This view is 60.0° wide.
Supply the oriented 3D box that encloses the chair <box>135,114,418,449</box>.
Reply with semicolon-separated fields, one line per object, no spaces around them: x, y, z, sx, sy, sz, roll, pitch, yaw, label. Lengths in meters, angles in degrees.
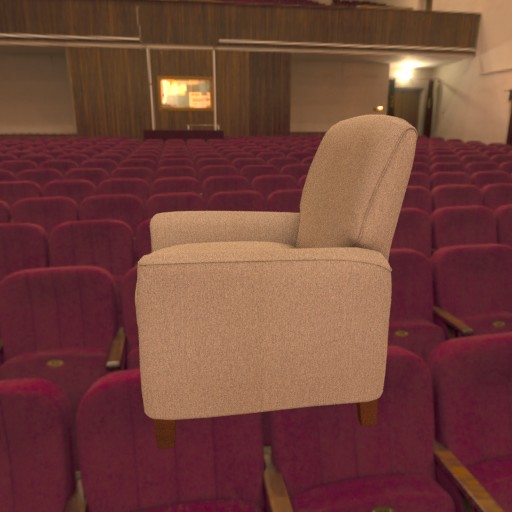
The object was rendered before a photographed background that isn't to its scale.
0.000;0.000;1.658;0.864;1.014;0.848;-3;15;-9;chair
